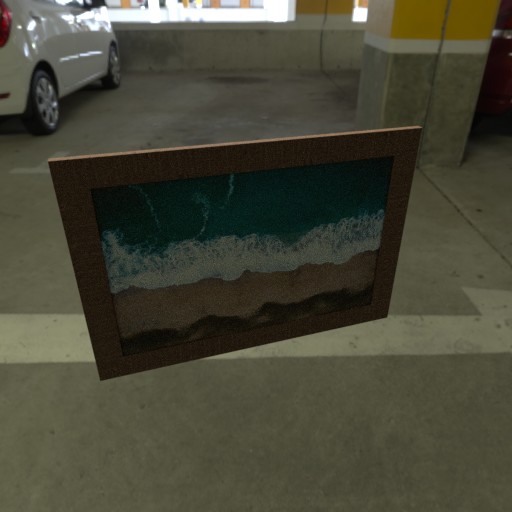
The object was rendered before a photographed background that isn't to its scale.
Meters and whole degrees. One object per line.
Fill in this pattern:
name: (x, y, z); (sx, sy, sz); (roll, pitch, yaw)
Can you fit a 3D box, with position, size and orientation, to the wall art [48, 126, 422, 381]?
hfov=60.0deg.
wall art: (0.000, 0.000, 1.207); (0.917, 0.626, 0.019); (-9, 31, -16)
